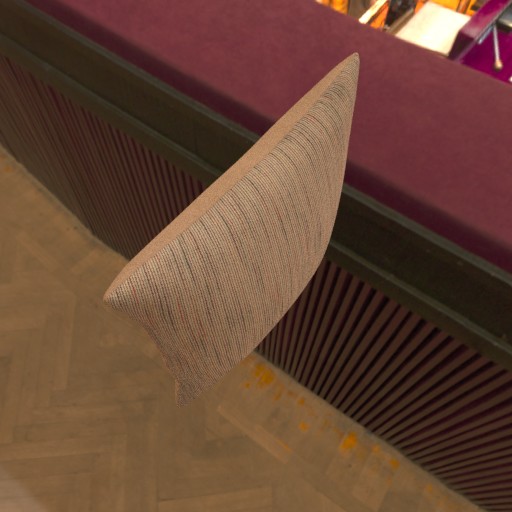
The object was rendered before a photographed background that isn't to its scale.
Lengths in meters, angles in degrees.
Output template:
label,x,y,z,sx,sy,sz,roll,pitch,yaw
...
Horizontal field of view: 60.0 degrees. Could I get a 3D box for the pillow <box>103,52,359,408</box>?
label,x,y,z,sx,sy,sz,roll,pitch,yaw
pillow,0.000,0.000,0.768,0.178,0.506,0.512,34,65,18
